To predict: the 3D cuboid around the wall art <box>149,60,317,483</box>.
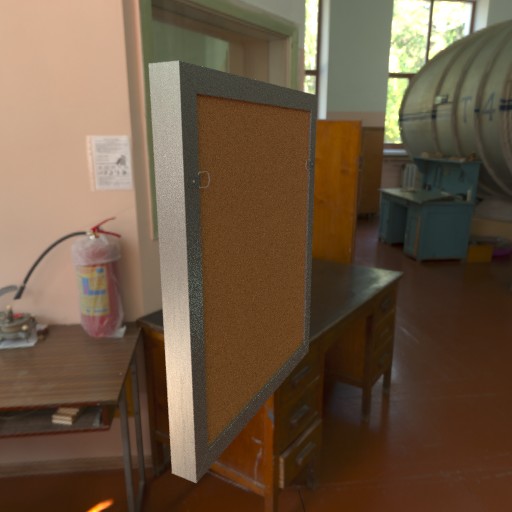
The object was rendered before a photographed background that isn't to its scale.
[{"bbox_3d":[0.000,0.000,0.519,0.030,0.379,0.308,7,17,26],"label":"wall art"}]
